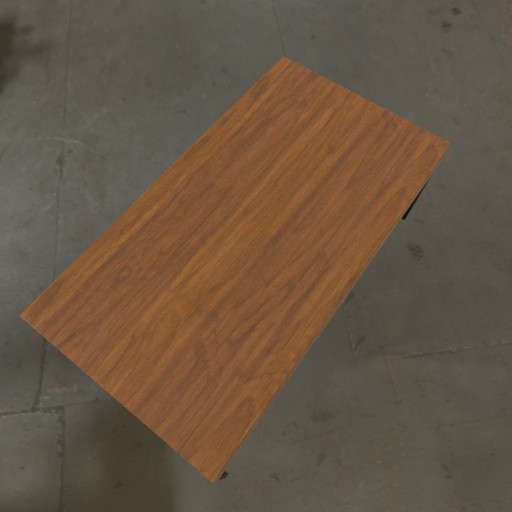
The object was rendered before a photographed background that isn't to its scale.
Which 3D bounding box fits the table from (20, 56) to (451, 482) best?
[{"bbox_3d":[0.000,0.000,1.319,0.574,0.414,1.057,34,69,15],"label":"table"}]
